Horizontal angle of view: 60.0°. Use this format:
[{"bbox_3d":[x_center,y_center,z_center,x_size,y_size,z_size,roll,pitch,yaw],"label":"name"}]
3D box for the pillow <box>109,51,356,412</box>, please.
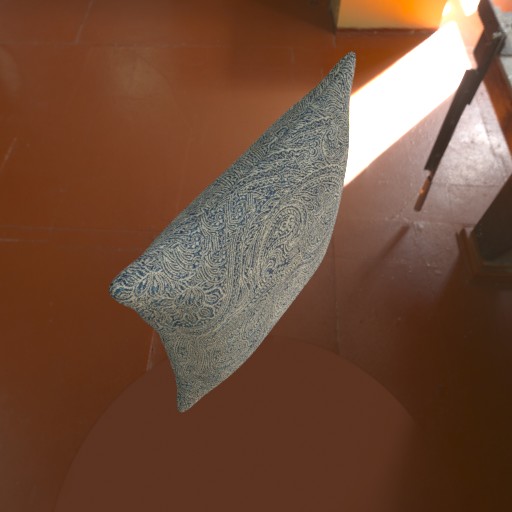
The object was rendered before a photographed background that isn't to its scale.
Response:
[{"bbox_3d":[0.000,0.000,0.786,0.166,0.510,0.523,32,64,18],"label":"pillow"}]
